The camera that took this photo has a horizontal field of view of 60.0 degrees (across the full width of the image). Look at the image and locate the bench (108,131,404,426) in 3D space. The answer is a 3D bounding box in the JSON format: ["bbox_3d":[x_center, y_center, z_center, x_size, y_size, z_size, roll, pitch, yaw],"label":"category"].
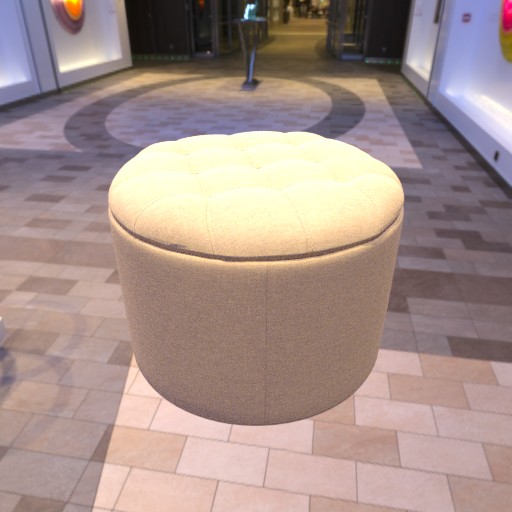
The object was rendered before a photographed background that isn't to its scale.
[{"bbox_3d":[0.000,0.000,1.006,0.600,0.454,0.600,0,30,0],"label":"bench"}]
